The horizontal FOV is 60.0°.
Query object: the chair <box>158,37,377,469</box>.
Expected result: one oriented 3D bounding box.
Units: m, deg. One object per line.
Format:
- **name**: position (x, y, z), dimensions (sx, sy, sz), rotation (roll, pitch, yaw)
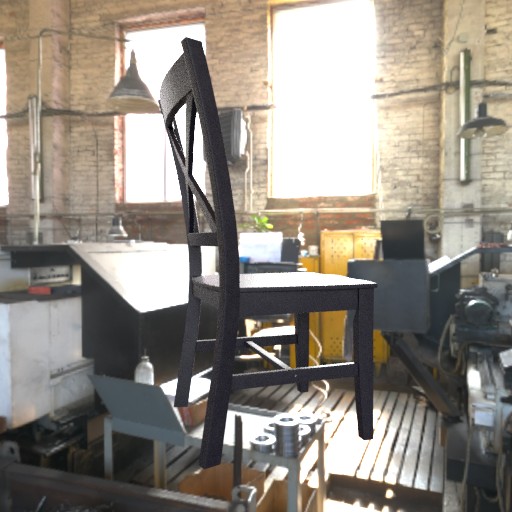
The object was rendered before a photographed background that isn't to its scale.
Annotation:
- **chair**: position (0.000, 0.000, 1.297), dimensions (0.542, 0.983, 0.485), rotation (-1, 2, -19)
